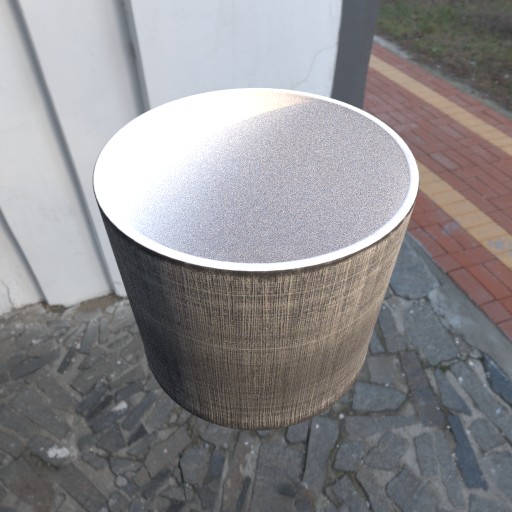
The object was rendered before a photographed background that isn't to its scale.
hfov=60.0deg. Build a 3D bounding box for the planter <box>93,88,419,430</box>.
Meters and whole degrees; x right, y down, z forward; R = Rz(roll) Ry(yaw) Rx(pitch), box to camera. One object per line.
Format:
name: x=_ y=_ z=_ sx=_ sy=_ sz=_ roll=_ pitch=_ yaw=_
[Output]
planter: x=0.000 y=0.000 z=0.304 sx=0.178 sy=0.157 sz=0.178 roll=0 pitch=45 yaw=0
